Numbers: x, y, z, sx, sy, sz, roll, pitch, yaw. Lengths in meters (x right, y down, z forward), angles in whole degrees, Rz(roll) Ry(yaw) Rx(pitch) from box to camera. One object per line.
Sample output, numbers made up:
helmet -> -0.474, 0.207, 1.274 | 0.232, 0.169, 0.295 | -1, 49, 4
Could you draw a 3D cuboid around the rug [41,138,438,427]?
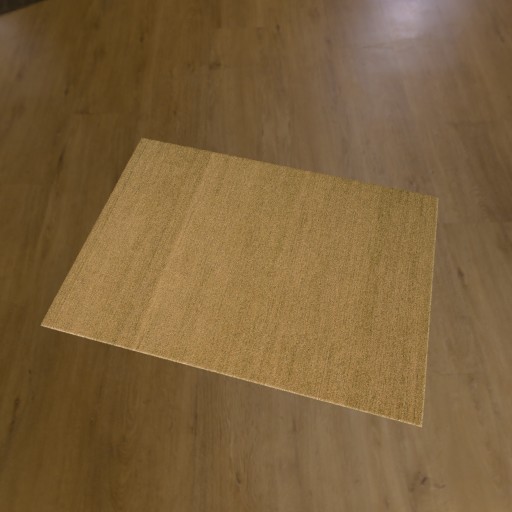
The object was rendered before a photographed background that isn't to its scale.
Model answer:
rug -> 0.000, 0.000, 5.060 | 3.935, 0.025, 2.782 | 13, 61, 7
